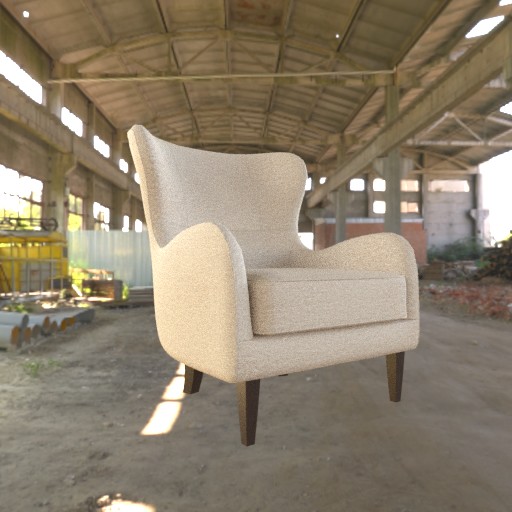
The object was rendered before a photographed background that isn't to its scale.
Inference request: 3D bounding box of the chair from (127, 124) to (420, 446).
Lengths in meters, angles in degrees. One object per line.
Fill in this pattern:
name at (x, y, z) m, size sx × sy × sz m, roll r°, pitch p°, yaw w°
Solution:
chair at (0.000, 0.000, 1.773) m, size 0.861 × 1.064 × 0.984 m, roll 1°, pitch -1°, yaw -36°
